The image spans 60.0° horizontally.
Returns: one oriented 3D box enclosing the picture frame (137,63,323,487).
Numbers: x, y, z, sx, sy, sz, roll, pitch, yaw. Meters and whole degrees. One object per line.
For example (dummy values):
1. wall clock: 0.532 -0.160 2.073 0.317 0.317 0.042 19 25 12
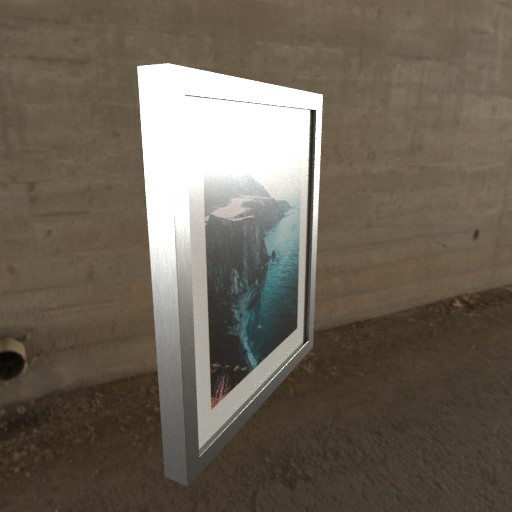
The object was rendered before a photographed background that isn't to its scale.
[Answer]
1. picture frame: 0.000 0.000 1.333 0.073 0.968 0.839 8 18 27
